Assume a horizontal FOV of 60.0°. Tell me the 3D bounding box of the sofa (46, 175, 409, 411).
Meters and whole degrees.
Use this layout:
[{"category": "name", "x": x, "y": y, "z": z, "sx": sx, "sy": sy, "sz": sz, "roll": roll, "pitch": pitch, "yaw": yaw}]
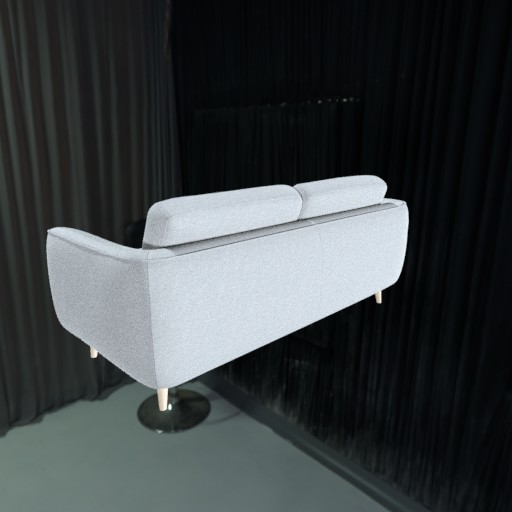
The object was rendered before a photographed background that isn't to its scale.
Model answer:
[{"category": "sofa", "x": 0.000, "y": 0.000, "z": 2.480, "sx": 2.000, "sy": 0.850, "sz": 0.920, "roll": -15, "pitch": 21, "yaw": -43}]
